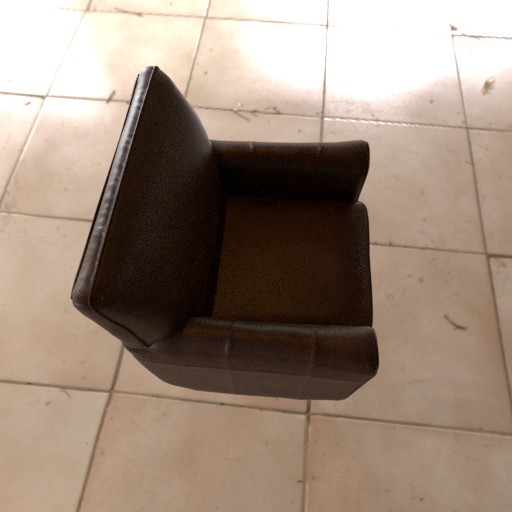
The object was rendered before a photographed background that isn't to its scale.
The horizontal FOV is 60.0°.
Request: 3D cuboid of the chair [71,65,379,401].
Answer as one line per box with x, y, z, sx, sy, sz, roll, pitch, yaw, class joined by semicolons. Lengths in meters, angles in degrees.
0.000;0.000;1.597;0.823;0.943;0.870;4;62;2;chair
